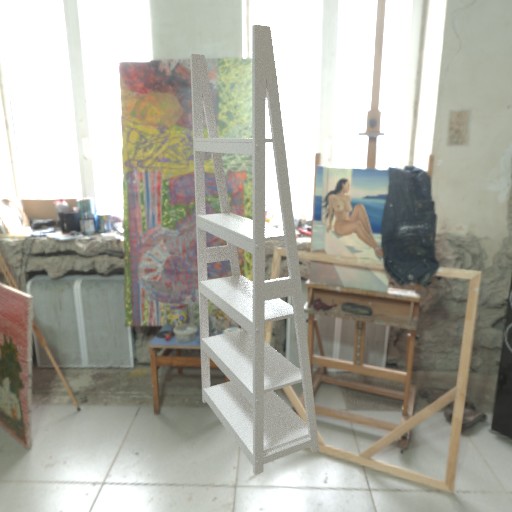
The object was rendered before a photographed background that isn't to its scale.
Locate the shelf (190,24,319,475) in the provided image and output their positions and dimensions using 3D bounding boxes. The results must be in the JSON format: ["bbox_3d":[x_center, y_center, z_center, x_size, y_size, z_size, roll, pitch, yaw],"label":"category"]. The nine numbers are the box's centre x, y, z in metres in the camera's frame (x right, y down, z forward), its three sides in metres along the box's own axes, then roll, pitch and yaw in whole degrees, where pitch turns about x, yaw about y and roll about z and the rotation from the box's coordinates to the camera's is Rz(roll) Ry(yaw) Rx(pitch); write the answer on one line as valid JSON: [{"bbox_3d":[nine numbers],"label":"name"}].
[{"bbox_3d":[0.000,0.000,2.040,0.341,1.779,0.636,-8,17,-27],"label":"shelf"}]
